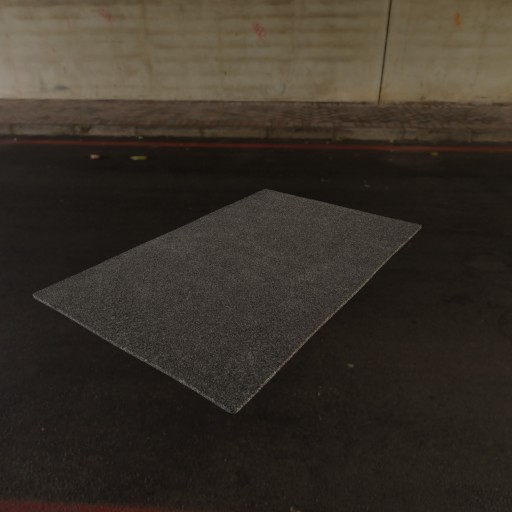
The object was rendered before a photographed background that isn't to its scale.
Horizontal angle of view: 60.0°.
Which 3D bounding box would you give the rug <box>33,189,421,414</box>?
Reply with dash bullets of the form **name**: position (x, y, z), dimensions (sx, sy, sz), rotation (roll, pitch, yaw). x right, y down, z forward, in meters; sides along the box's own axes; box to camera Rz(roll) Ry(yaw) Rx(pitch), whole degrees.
- **rug**: position (0.000, 0.000, 3.016), dimensions (1.502, 0.025, 2.350), rotation (18, 32, 32)
